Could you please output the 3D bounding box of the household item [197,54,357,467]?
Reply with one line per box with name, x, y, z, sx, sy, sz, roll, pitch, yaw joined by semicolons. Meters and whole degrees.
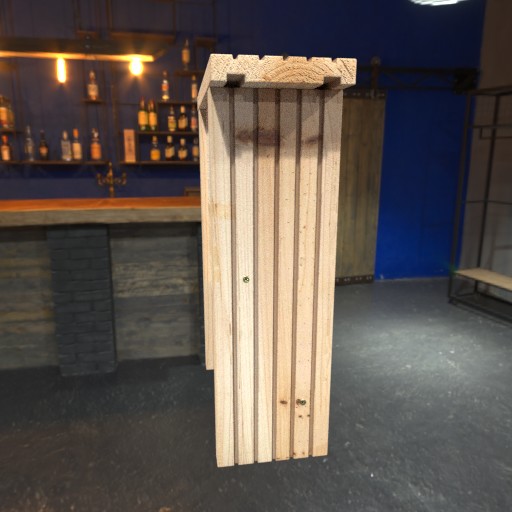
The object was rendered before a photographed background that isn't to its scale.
household item;0.000;0.000;0.554;0.123;0.407;0.301;-2;14;-9
